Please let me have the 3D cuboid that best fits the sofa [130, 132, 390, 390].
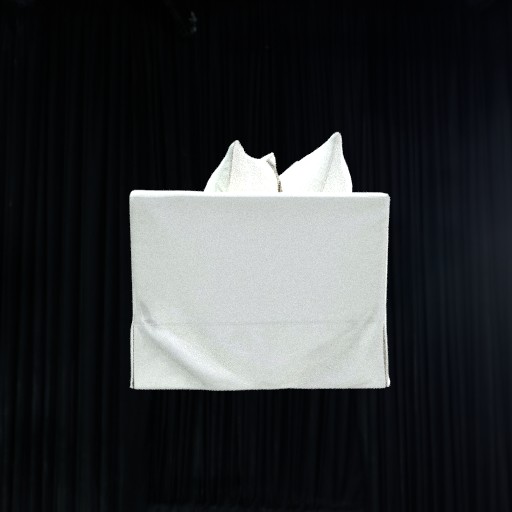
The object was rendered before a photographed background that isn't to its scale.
[{"bbox_3d":[0.000,0.000,2.771,1.031,1.034,2.290,0,-1,-1],"label":"sofa"}]
